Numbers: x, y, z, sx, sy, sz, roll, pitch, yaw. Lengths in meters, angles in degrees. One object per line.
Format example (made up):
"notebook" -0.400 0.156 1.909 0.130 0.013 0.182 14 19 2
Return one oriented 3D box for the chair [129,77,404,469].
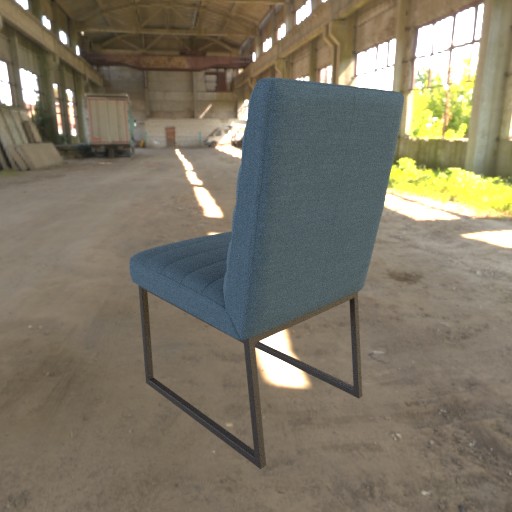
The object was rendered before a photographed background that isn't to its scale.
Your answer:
"chair" 0.000 0.000 1.327 0.520 0.930 0.634 -15 22 -42
